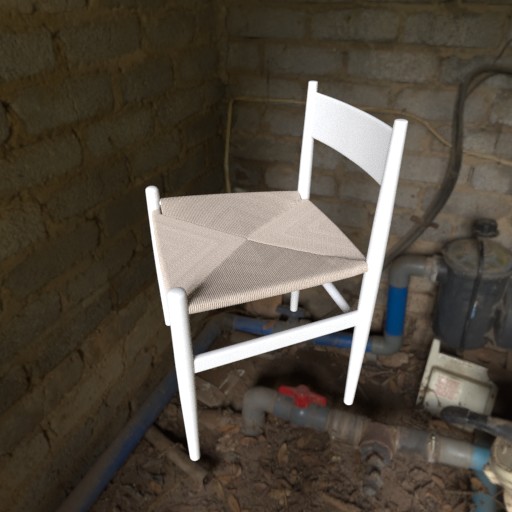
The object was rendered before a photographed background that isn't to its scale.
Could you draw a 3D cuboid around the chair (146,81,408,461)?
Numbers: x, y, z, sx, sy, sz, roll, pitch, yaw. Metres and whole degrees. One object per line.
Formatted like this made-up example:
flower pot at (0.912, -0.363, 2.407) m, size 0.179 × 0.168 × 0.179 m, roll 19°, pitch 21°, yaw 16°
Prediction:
chair at (0.000, 0.000, 1.144) m, size 0.495 × 0.762 × 0.556 m, roll -9°, pitch 32°, yaw -14°
